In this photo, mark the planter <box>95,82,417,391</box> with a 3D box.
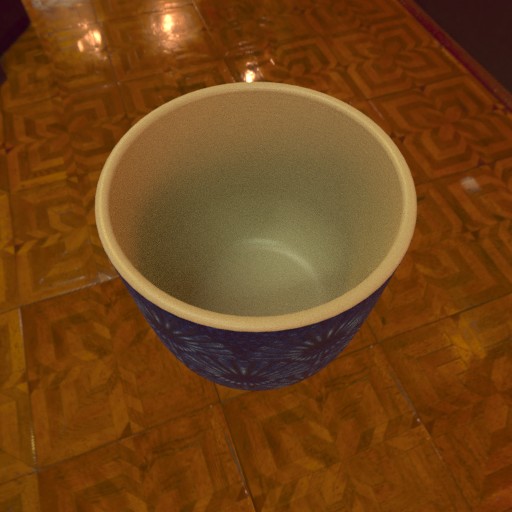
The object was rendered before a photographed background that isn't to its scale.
[{"bbox_3d":[0.000,0.000,0.218,0.124,0.109,0.124,0,58,0],"label":"planter"}]
